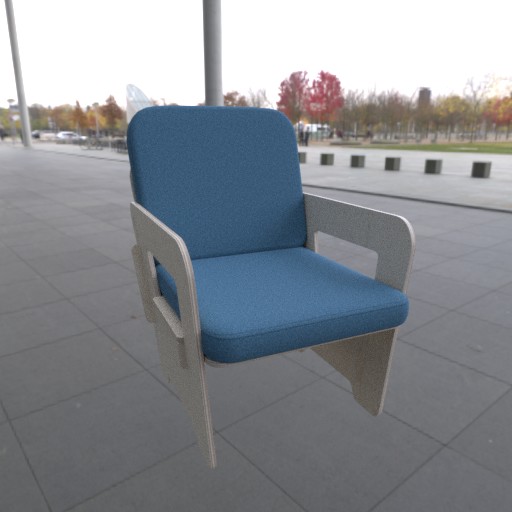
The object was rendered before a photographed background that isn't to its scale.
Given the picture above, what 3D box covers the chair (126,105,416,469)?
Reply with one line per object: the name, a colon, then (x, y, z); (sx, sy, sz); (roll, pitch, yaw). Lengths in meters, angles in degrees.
chair: (0.000, 0.000, 1.125); (0.547, 0.747, 0.657); (-7, 17, -24)
